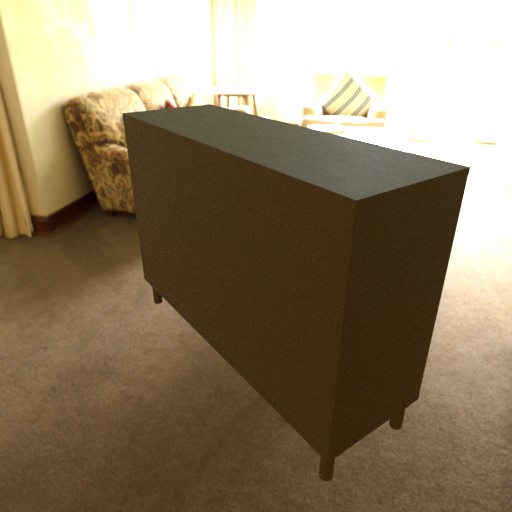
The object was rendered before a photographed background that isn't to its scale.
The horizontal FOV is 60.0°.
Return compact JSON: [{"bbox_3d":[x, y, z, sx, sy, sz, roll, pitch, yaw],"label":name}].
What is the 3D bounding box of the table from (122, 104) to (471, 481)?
[{"bbox_3d":[0.000,0.000,1.570,0.400,0.855,1.200,-18,32,-31],"label":"table"}]
